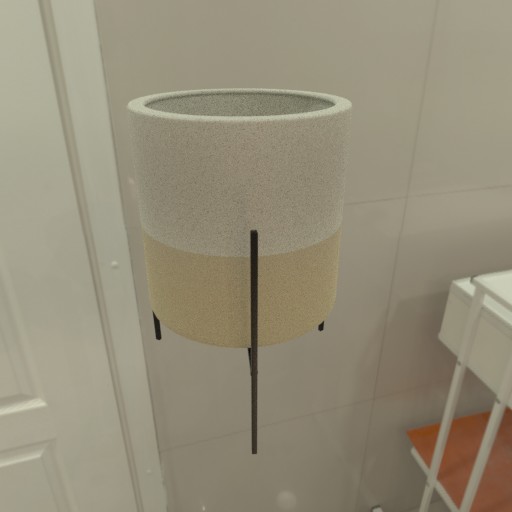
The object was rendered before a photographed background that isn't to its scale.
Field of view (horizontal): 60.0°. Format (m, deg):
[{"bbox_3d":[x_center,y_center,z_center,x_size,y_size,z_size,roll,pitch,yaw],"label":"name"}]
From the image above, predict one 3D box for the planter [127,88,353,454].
[{"bbox_3d":[0.000,0.000,0.545,0.263,0.362,0.267,-8,28,-16],"label":"planter"}]
